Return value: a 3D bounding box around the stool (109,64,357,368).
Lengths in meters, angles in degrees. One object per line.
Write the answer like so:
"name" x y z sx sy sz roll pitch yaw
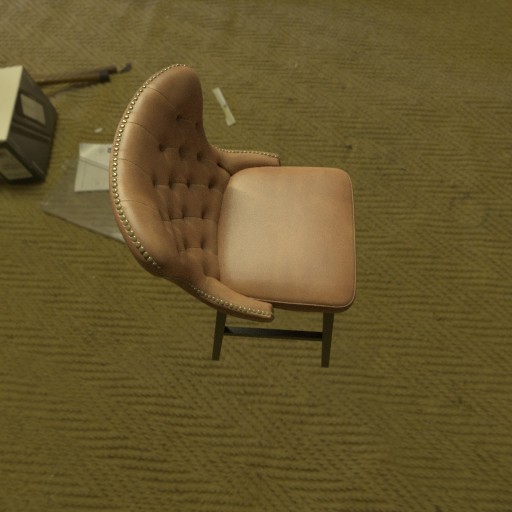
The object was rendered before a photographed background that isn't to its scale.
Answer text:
"stool" 0.000 0.000 1.372 0.601 1.050 0.528 3 65 2
